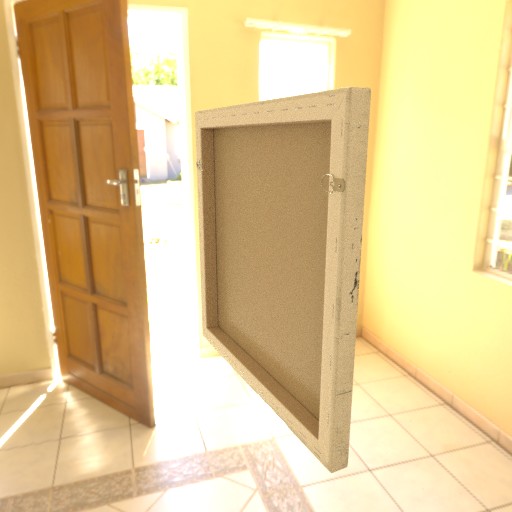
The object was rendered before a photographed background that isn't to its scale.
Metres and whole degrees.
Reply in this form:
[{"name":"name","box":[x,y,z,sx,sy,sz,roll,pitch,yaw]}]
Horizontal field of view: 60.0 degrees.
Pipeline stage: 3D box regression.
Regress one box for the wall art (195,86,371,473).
[{"name":"wall art","box":[0.000,0.000,0.932,0.040,0.611,0.610,-7,16,-26]}]
